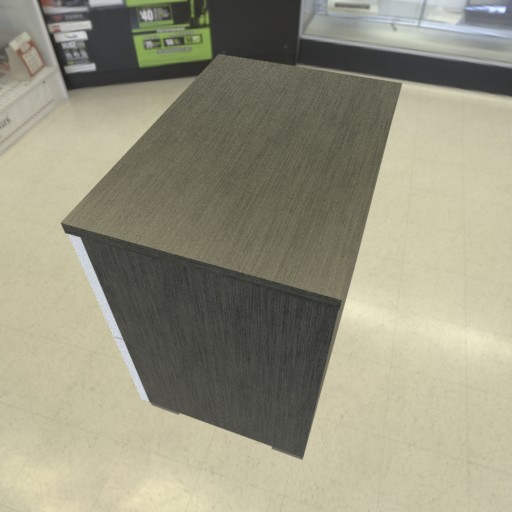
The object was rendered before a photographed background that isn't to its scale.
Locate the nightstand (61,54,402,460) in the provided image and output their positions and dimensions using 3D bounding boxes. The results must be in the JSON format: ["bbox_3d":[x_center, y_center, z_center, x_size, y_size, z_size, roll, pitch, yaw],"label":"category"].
[{"bbox_3d":[0.000,0.000,0.756,0.325,0.460,0.441,15,50,13],"label":"nightstand"}]
